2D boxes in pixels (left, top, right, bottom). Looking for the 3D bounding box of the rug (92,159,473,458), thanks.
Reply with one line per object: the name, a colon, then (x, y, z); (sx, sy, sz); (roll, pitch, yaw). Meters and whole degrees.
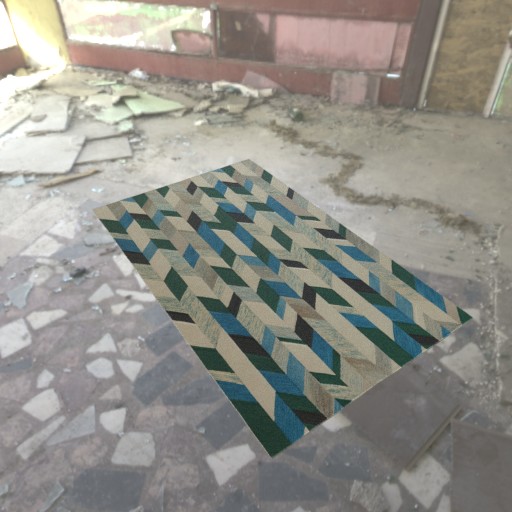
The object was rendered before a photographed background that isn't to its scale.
rug: (0.000, 0.000, 3.086); (1.507, 0.007, 2.433); (-24, 45, -26)
